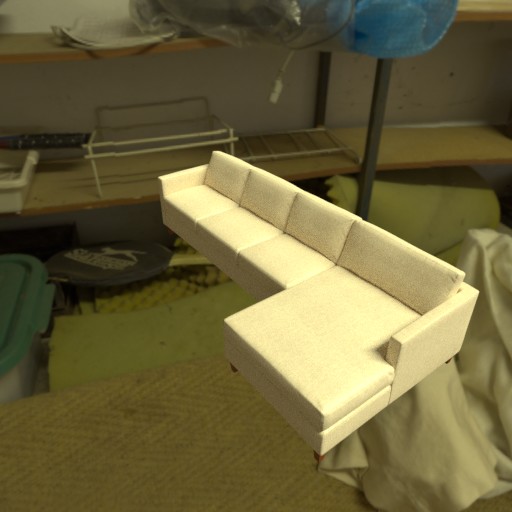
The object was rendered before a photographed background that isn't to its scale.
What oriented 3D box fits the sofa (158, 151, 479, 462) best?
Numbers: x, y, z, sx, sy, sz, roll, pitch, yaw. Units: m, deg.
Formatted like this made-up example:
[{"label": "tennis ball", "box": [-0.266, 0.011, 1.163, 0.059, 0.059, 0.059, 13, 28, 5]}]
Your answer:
[{"label": "sofa", "box": [0.000, 0.000, 4.189, 1.603, 0.954, 3.471, -22, 38, -31]}]
